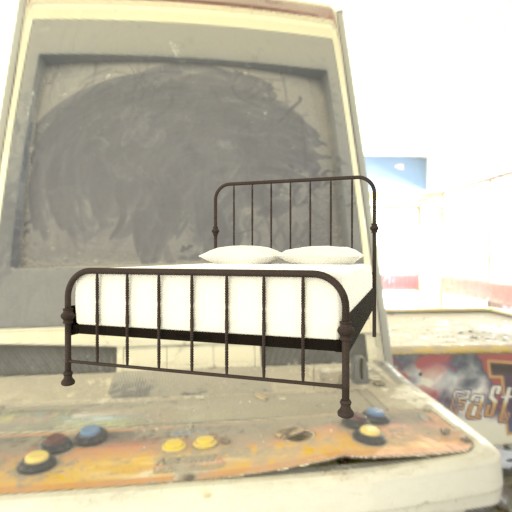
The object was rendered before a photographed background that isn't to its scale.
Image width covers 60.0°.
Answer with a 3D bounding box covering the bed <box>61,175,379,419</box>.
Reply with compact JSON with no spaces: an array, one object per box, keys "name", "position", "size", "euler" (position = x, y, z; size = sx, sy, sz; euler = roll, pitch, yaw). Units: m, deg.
[{"name":"bed","position":[0.000,0.000,3.218],"size":[1.616,1.446,2.134],"euler":[0,0,18]}]
